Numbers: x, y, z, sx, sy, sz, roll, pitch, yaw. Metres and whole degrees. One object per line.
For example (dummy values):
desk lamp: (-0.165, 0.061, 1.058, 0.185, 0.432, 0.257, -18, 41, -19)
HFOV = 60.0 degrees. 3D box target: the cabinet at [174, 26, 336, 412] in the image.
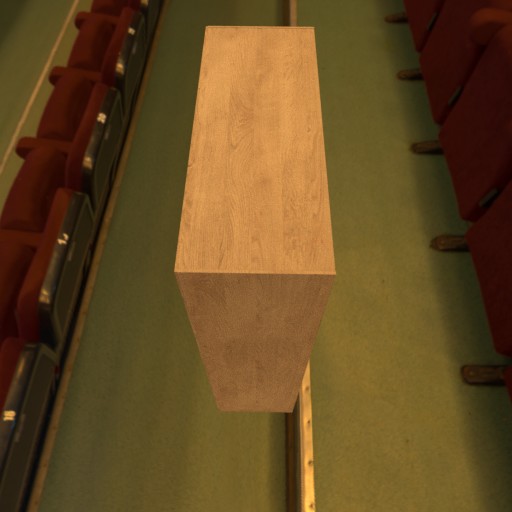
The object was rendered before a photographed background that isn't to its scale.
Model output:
cabinet: (0.000, 0.000, 2.503, 0.510, 1.910, 1.290, 1, 59, 1)
